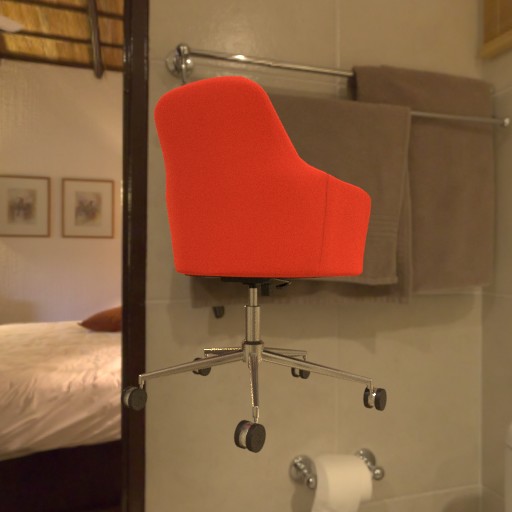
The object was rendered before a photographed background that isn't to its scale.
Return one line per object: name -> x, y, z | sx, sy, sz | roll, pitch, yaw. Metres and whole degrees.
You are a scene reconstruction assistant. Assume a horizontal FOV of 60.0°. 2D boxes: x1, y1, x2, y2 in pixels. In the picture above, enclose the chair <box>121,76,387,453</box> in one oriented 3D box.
chair -> 0.000, 0.000, 1.269 | 0.655, 0.820, 0.600 | 0, 0, 36
